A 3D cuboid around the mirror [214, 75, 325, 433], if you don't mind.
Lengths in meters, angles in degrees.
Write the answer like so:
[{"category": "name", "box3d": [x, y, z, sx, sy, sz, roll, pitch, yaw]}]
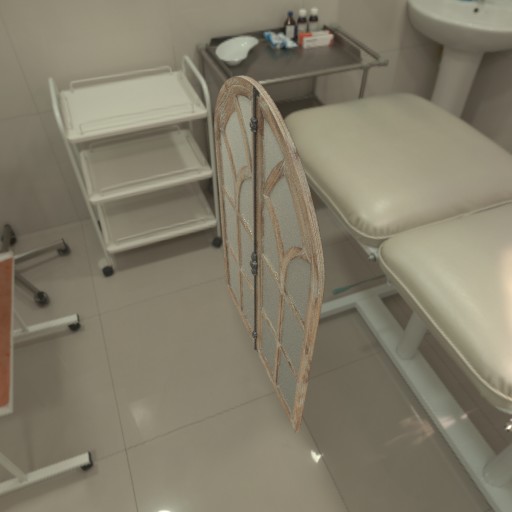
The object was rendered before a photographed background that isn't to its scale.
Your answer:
[{"category": "mirror", "box3d": [0.000, 0.000, 1.165, 0.032, 0.915, 0.609, -16, 49, -15]}]
